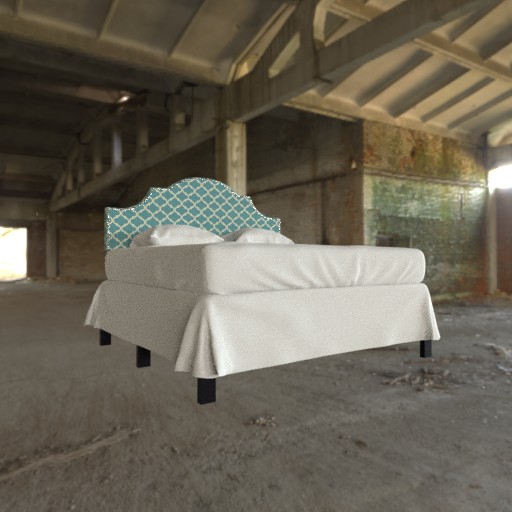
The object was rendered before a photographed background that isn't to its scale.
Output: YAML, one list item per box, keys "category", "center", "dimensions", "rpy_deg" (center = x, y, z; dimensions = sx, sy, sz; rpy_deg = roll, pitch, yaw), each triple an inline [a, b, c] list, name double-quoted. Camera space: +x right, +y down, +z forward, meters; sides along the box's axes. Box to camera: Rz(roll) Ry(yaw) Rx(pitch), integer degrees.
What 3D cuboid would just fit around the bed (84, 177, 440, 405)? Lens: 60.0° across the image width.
- category: "bed"
  center: [0.000, 0.000, 3.771]
  dimensions: [2.314, 1.601, 2.222]
  rpy_deg: [0, 0, -34]
